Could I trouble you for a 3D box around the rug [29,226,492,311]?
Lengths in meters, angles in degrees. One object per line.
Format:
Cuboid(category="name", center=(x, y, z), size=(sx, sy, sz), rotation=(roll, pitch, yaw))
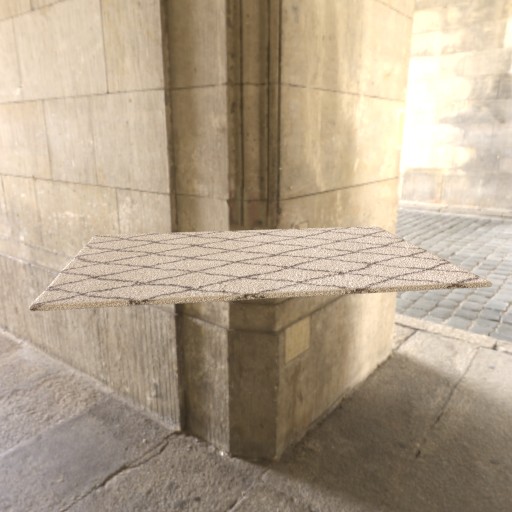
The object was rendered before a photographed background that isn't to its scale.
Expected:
Cuboid(category="rug", center=(0.000, 0.000, 3.423), size=(2.743, 0.030, 1.778), rotation=(-2, 16, -8))
